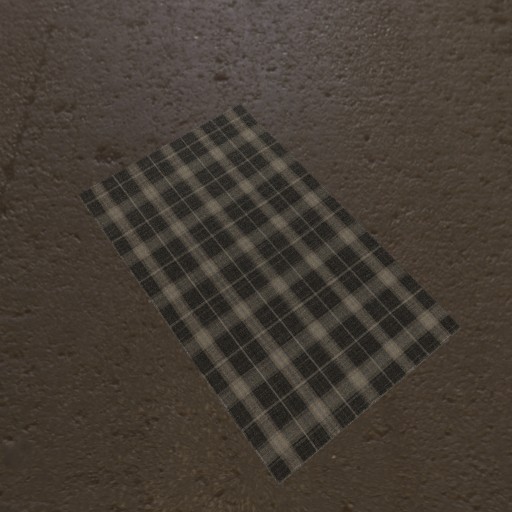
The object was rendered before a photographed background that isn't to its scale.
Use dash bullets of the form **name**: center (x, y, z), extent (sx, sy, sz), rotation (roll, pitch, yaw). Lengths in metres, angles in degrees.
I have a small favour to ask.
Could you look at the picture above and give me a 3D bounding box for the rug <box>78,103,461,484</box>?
- **rug**: center (0.000, 0.000, 3.101), extent (1.520, 0.015, 2.434), rotation (-34, 69, -15)
